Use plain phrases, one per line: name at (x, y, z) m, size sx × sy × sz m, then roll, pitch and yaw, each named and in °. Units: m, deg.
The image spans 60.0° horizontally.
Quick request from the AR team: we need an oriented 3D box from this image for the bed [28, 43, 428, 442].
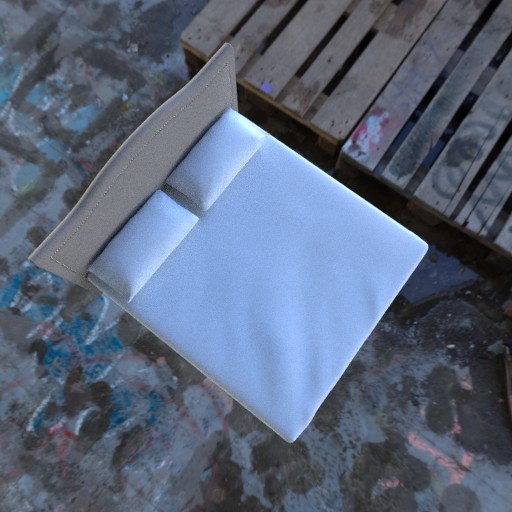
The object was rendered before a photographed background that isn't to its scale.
bed at (0.000, 0.000, 3.499) m, size 2.182 × 1.421 × 2.083 m, roll 37°, pitch 79°, yaw 8°
